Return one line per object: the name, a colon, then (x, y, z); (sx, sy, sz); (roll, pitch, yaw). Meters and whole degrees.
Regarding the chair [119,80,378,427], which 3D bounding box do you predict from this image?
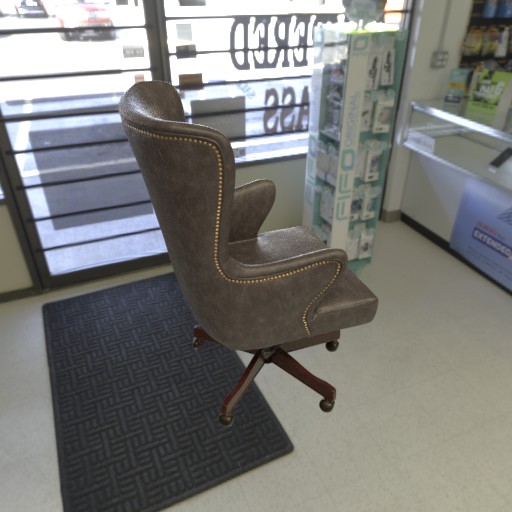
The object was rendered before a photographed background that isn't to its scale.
chair: (0.000, 0.000, 1.455); (0.717, 1.037, 0.594); (-11, 33, -17)
